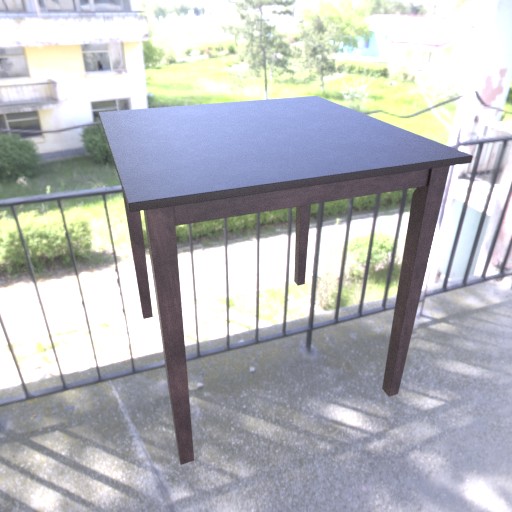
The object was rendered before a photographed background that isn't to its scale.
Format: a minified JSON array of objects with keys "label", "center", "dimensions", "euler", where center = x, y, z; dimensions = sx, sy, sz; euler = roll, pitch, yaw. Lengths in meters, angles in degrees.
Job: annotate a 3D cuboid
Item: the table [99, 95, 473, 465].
[{"label":"table","center":[0.000,0.000,1.367],"dimensions":[0.749,0.770,0.749],"euler":[-11,32,-18]}]
